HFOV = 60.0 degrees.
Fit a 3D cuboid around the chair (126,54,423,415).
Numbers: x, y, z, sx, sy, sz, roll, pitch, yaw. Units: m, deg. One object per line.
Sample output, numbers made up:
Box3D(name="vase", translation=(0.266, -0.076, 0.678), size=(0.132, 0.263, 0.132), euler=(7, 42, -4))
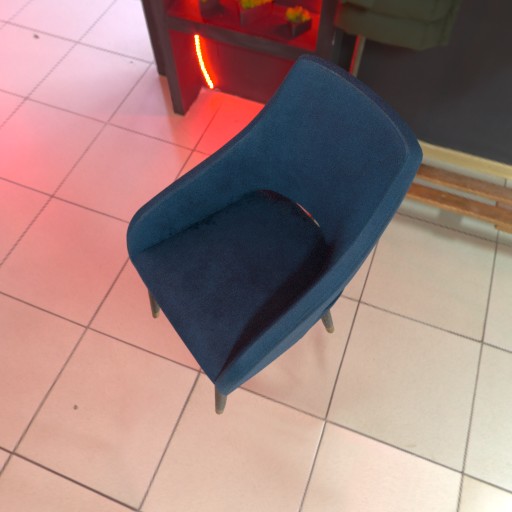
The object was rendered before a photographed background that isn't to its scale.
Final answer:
Box3D(name="chair", translation=(0.000, 0.000, 1.576), size=(0.794, 1.081, 0.683), euler=(-33, 66, -16))
